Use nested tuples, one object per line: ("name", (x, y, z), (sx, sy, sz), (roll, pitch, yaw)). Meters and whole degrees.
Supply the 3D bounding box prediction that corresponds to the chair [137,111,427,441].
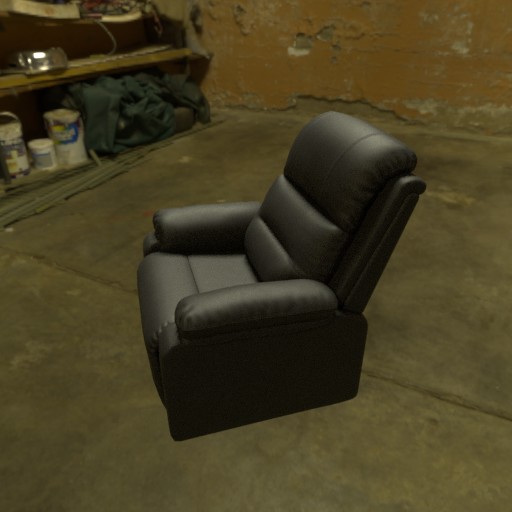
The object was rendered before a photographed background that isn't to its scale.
("chair", (0.000, 0.000, 1.717), (0.919, 0.992, 0.855), (-8, 31, -14))
